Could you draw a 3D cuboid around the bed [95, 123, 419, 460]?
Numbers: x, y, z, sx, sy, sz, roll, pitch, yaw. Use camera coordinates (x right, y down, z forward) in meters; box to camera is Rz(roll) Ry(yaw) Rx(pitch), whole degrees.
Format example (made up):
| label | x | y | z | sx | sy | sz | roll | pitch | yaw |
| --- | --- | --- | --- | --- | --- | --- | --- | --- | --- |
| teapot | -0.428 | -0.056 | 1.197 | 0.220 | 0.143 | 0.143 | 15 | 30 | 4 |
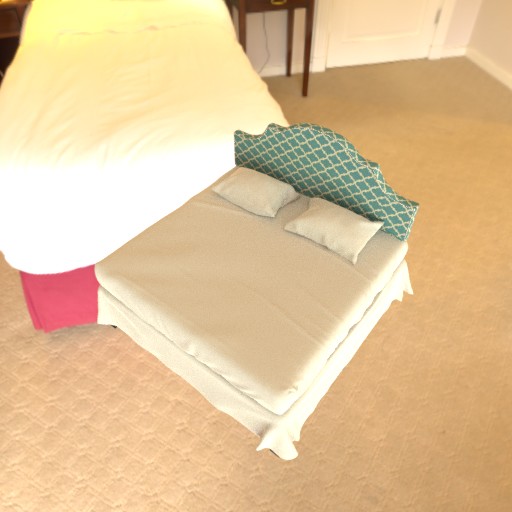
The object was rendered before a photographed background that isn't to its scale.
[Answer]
| label | x | y | z | sx | sy | sz | roll | pitch | yaw |
| --- | --- | --- | --- | --- | --- | --- | --- | --- | --- |
| bed | 0.000 | 0.000 | 3.847 | 2.314 | 1.601 | 2.222 | 29 | 52 | 26 |
